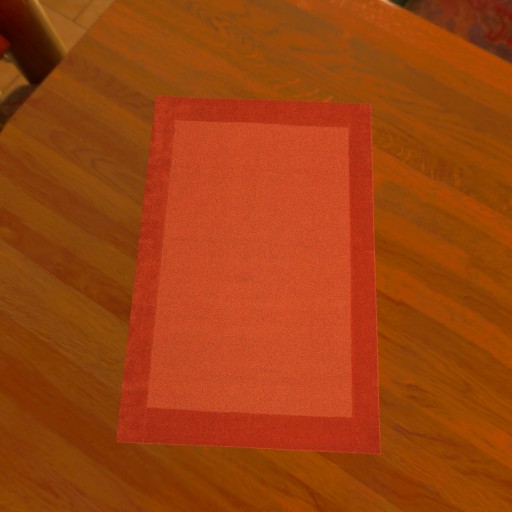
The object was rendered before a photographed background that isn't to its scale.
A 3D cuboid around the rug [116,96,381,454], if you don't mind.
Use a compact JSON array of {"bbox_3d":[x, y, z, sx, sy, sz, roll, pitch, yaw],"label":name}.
[{"bbox_3d":[0.000,0.000,2.273,1.219,0.014,1.829,2,75,1],"label":"rug"}]
